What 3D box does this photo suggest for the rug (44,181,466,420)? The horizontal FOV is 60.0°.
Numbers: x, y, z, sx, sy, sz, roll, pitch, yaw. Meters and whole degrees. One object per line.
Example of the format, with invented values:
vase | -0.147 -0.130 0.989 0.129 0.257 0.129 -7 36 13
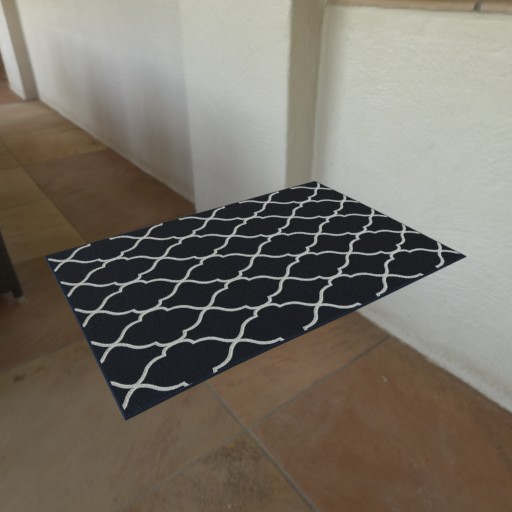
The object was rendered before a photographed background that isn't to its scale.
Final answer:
rug | 0.000 0.000 2.874 2.290 0.014 1.526 -19 37 -28
